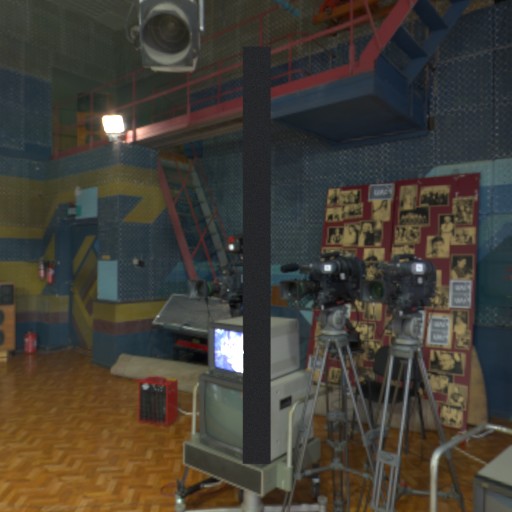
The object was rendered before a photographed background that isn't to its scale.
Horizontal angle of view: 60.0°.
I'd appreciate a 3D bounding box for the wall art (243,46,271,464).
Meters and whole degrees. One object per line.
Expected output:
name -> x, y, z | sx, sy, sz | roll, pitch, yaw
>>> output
wall art -> 0.000, 0.000, 0.759 | 0.030, 0.454, 0.554 | 0, 0, 0
